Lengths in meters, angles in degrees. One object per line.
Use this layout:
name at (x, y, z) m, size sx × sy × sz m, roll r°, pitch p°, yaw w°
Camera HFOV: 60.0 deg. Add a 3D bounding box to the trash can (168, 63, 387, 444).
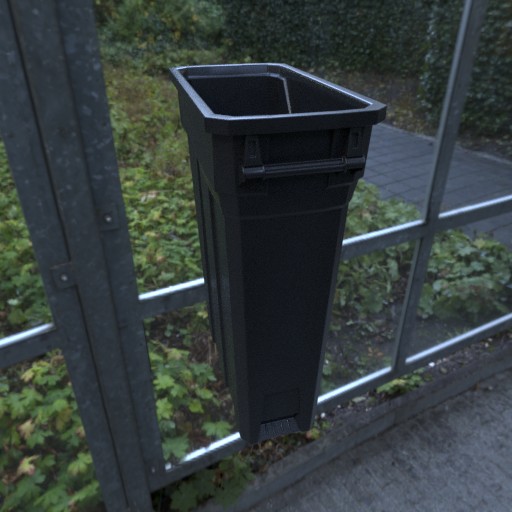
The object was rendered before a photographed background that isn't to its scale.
trash can at (0.000, 0.000, 1.034) m, size 0.281 × 0.762 × 0.559 m, roll -8°, pitch 31°, yaw -13°
